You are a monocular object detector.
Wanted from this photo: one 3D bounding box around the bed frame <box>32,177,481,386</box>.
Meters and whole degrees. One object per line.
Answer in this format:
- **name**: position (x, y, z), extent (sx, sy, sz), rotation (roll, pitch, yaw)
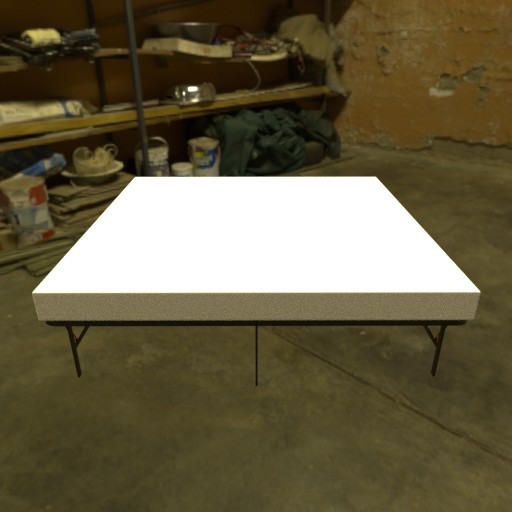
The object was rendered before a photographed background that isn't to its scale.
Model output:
- **bed frame**: position (0.000, 0.000, 2.991), extent (2.032, 0.559, 1.930), rotation (0, 26, 0)
